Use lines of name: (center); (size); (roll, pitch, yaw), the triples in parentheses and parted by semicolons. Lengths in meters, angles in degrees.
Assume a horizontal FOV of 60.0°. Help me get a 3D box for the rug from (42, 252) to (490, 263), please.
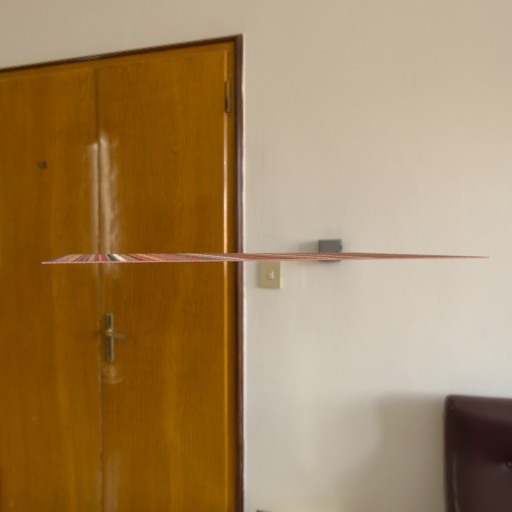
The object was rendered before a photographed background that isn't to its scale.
rug: (0.000, 0.000, 2.970); (2.438, 0.008, 1.523); (-1, 2, -19)
